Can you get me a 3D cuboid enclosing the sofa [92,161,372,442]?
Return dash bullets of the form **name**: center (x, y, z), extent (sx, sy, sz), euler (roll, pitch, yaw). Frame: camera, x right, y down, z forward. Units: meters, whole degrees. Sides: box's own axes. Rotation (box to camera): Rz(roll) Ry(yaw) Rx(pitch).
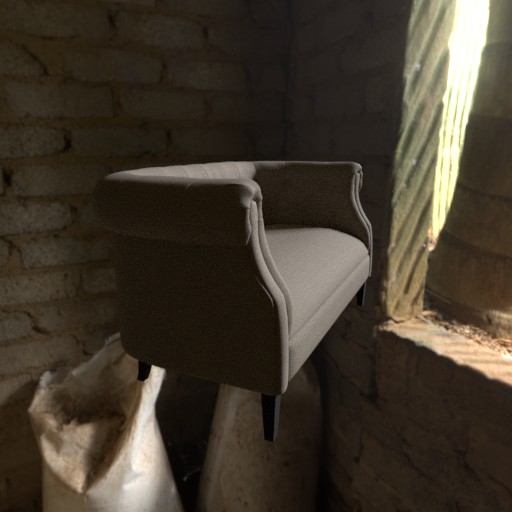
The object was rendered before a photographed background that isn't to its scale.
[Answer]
- **sofa**: center (0.000, 0.000, 2.067), extent (0.835, 0.827, 1.558), euler (7, 16, 24)
